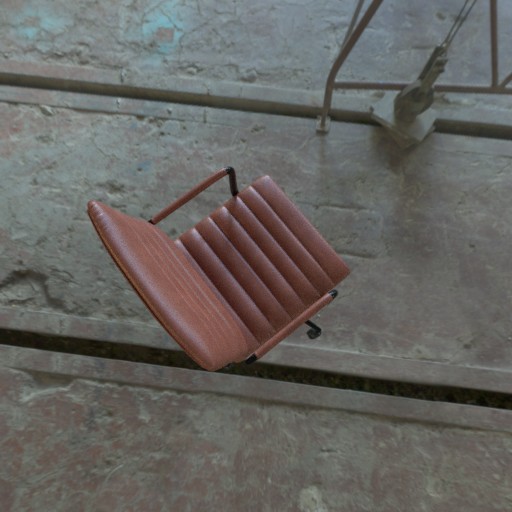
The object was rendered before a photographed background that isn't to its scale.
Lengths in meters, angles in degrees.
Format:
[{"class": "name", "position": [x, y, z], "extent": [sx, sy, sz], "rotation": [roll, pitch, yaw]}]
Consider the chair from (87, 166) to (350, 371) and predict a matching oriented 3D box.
[{"class": "chair", "position": [0.000, 0.000, 1.284], "extent": [0.578, 0.878, 0.600], "rotation": [-37, 78, -9]}]
